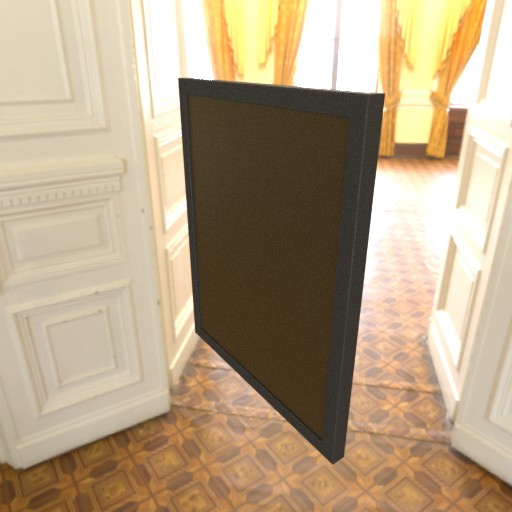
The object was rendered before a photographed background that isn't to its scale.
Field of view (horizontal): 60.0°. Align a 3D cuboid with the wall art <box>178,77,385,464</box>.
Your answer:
[{"bbox_3d":[0.000,0.000,0.768,0.028,0.558,0.457,-17,29,-32],"label":"wall art"}]
